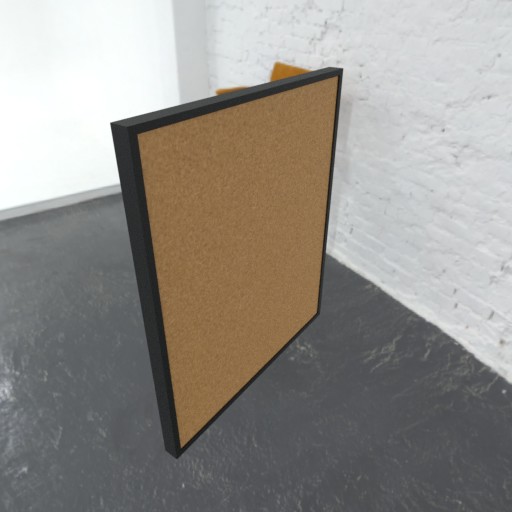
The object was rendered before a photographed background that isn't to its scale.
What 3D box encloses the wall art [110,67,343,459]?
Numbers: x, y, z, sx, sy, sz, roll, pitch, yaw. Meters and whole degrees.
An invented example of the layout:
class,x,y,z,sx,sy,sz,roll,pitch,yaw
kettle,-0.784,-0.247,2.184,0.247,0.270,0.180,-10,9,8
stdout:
class,x,y,z,sx,sy,sz,roll,pitch,yaw
wall art,0.000,0.000,0.530,0.019,0.381,0.330,21,37,31
